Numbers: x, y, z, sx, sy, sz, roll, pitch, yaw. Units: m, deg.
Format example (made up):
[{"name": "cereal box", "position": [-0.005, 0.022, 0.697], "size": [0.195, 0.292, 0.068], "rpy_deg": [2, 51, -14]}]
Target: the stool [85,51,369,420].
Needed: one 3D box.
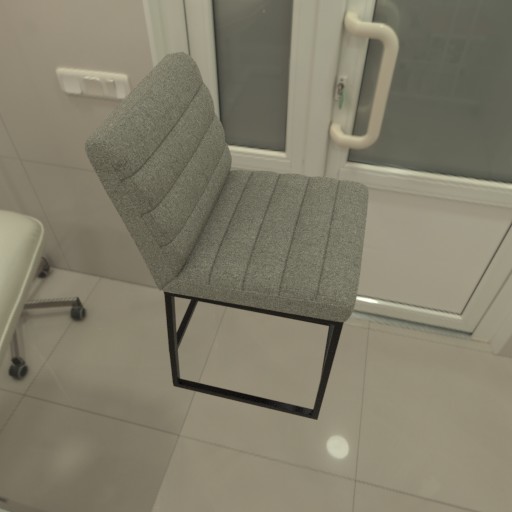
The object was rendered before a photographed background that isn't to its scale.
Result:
[{"name": "stool", "position": [0.000, 0.000, 1.258], "size": [0.560, 0.940, 0.460], "rpy_deg": [10, 47, 10]}]
